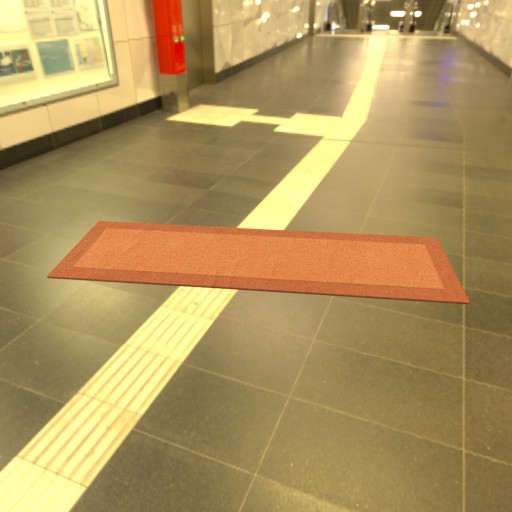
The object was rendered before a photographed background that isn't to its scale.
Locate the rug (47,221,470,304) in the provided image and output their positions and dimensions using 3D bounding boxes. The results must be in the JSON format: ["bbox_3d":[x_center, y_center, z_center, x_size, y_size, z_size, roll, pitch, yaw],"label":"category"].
[{"bbox_3d":[0.000,0.000,2.840,2.471,0.013,0.914,1,31,2],"label":"rug"}]
